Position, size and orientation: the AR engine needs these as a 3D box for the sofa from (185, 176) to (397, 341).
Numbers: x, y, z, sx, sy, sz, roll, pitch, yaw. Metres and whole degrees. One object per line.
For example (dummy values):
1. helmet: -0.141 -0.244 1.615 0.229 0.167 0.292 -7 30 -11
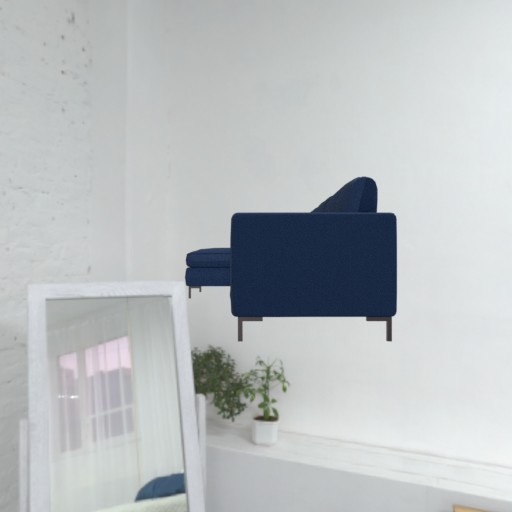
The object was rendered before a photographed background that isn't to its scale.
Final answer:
1. sofa: 0.000 0.000 2.953 1.128 0.679 2.450 0 0 0
